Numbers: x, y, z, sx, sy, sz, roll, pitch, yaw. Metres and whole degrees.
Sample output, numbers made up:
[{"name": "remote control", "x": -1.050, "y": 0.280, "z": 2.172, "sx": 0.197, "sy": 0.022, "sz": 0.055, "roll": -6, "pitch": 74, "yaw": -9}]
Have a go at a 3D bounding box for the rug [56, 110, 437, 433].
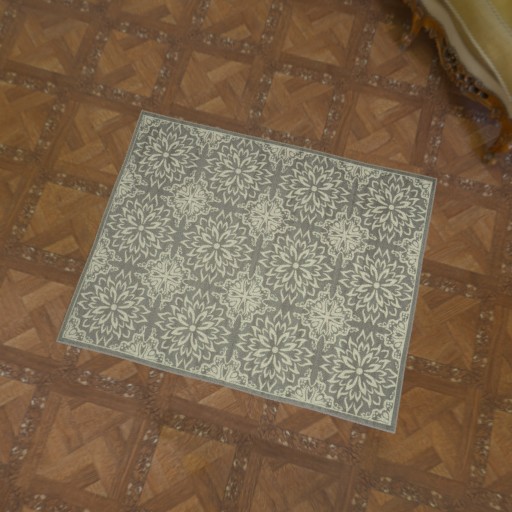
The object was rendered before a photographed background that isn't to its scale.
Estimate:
[{"name": "rug", "x": 0.000, "y": 0.000, "z": 4.051, "sx": 2.980, "sy": 0.012, "sz": 2.363, "roll": 14, "pitch": 75, "yaw": 4}]
